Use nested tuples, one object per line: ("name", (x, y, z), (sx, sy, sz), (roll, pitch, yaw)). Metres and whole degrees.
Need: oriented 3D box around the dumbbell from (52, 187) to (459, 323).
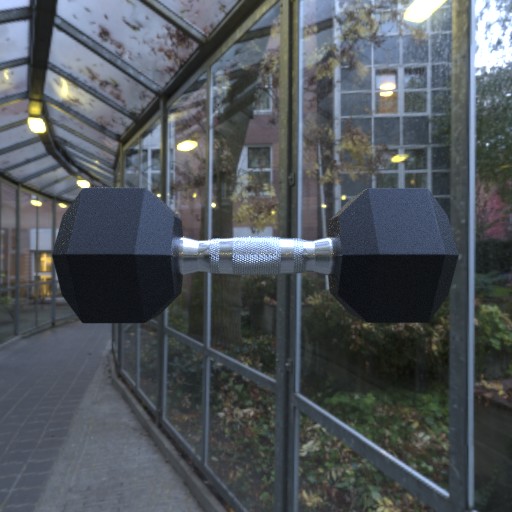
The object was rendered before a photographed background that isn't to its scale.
("dumbbell", (0.000, 0.000, 0.328), (0.272, 0.092, 0.106), (0, -1, -1))
